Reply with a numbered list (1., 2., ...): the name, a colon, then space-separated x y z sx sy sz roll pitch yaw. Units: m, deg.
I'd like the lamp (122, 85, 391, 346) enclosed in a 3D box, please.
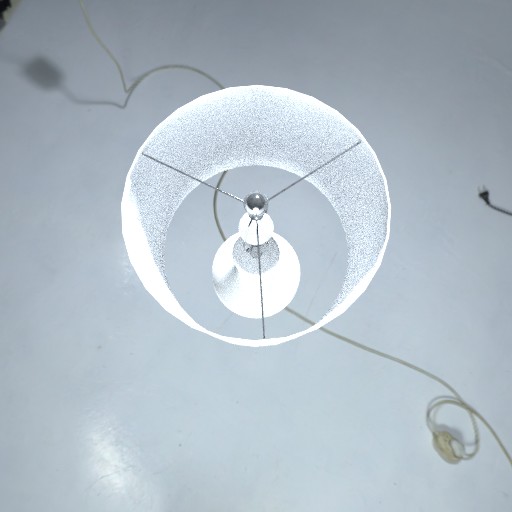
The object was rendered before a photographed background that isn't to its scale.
1. lamp: 0.000 0.000 0.889 0.357 0.673 0.357 26 79 5
